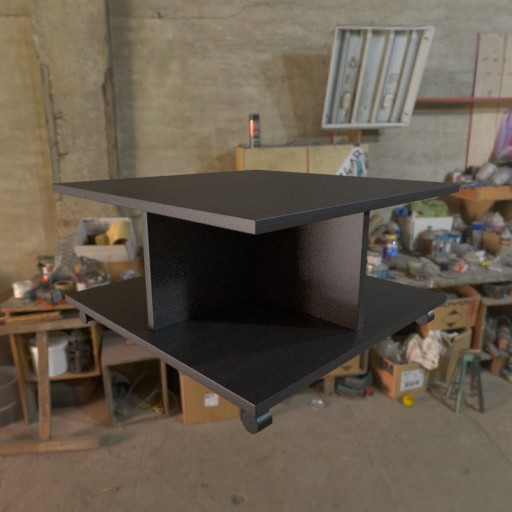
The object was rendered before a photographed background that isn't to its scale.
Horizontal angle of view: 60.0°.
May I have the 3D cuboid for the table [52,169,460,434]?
[{"bbox_3d":[0.000,0.000,1.220,0.762,0.396,0.762,-14,21,-43],"label":"table"}]
